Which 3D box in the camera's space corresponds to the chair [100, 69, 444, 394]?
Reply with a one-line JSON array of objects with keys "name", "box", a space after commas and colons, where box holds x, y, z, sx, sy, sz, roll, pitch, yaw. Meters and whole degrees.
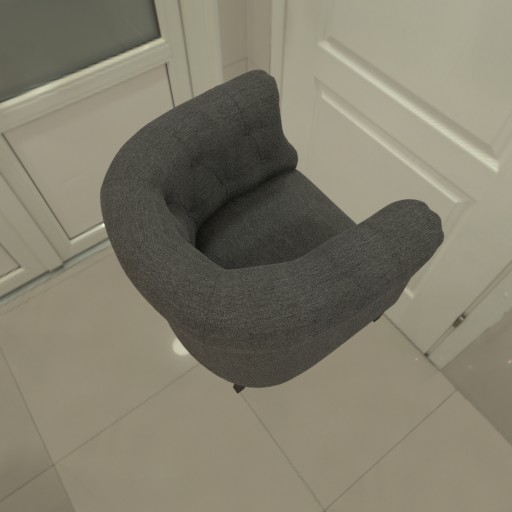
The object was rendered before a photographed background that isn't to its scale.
[{"name": "chair", "box": [0.000, 0.000, 1.572, 0.852, 0.827, 0.905, -32, 63, -18]}]
